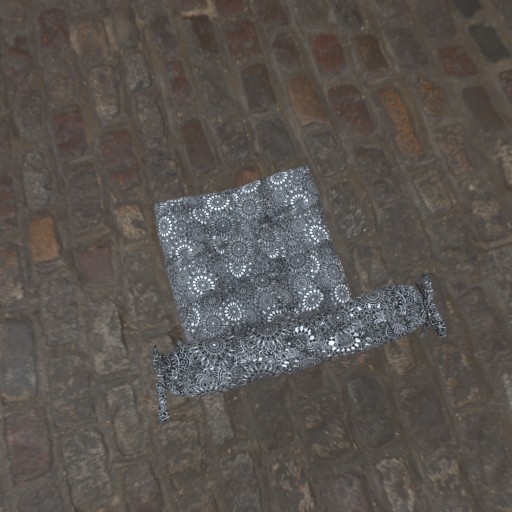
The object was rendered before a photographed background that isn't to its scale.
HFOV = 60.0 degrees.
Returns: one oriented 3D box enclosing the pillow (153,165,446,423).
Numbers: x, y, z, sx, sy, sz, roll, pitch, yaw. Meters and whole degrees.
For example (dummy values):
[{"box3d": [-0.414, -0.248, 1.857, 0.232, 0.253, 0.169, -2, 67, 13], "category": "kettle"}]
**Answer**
[{"box3d": [0.000, 0.000, 1.031, 0.519, 0.605, 0.571, -15, 76, -4], "category": "pillow"}]
